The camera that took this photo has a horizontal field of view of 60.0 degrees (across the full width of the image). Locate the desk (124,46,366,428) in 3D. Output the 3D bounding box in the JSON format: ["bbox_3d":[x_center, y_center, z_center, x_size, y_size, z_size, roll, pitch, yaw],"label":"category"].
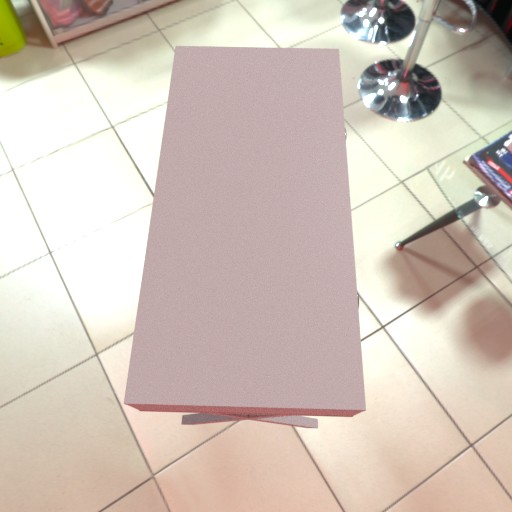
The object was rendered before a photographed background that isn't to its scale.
[{"bbox_3d":[0.000,0.000,1.497,0.525,0.780,1.057,1,65,1],"label":"desk"}]
